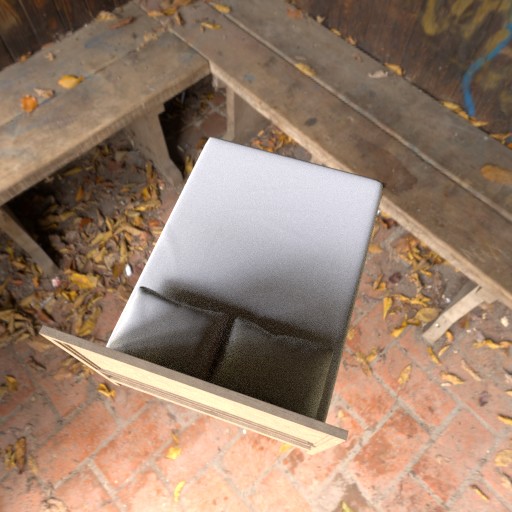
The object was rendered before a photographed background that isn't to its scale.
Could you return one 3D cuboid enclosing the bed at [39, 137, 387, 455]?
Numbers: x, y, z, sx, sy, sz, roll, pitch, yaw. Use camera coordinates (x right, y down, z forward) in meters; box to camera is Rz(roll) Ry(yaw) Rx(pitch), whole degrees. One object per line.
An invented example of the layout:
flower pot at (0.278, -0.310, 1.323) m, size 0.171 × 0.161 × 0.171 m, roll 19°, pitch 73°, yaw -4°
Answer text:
bed at (0.000, 0.000, 3.225) m, size 1.606 × 1.369 × 2.189 m, roll 17°, pitch 64°, yaw 8°
